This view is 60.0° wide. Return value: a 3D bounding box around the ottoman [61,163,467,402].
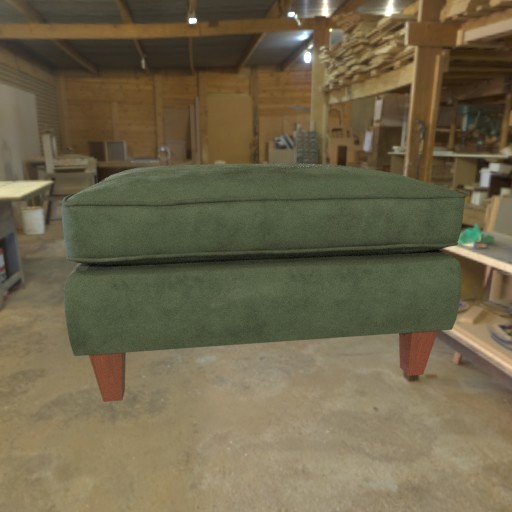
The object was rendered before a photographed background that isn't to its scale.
[{"bbox_3d":[0.000,0.000,1.228,0.864,0.495,0.632,-2,15,-9],"label":"ottoman"}]
